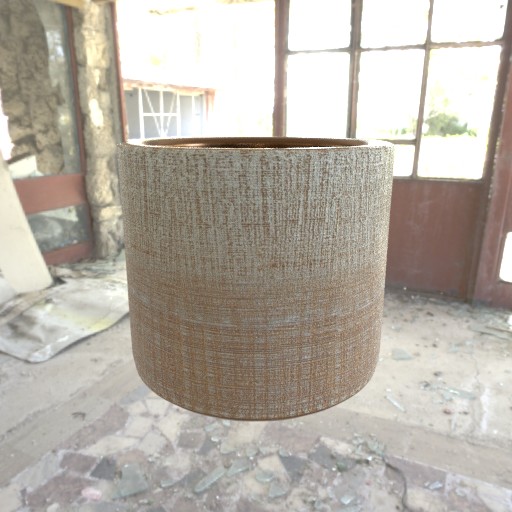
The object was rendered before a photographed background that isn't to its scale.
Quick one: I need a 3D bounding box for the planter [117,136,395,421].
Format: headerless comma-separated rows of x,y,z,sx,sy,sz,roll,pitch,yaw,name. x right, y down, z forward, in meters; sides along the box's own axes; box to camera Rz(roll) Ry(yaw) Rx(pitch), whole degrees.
0.000,0.000,0.191,0.109,0.096,0.109,0,17,0,planter
